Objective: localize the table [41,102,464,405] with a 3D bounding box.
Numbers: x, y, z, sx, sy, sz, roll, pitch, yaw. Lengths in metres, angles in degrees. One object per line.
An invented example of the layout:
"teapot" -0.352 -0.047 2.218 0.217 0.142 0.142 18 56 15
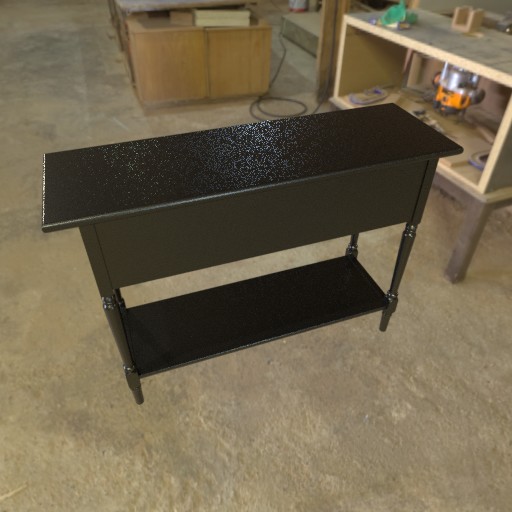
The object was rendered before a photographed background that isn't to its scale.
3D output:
"table" 0.000 0.000 1.575 1.191 0.819 0.386 -13 42 -15
